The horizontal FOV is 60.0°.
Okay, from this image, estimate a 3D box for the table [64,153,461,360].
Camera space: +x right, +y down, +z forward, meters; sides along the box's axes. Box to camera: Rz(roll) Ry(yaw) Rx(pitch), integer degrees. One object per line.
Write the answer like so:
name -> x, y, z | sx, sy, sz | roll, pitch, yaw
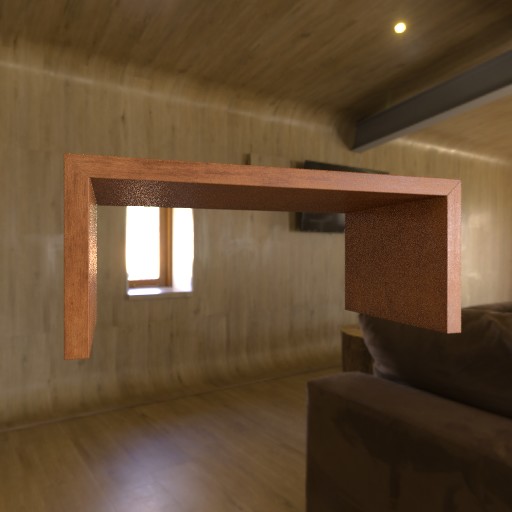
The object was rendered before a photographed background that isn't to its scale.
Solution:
table -> 0.000, 0.000, 1.313 | 1.000, 0.419, 0.549 | 0, 0, -18
